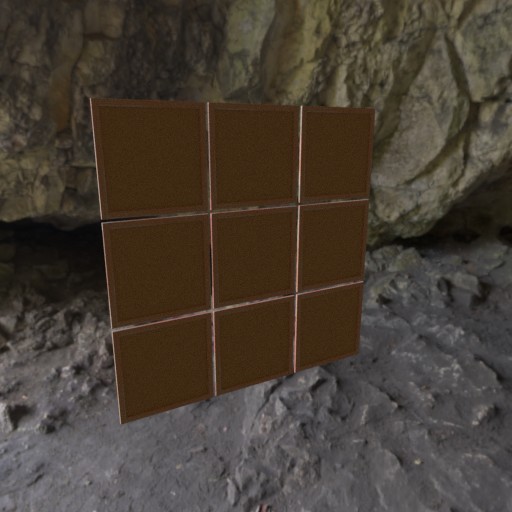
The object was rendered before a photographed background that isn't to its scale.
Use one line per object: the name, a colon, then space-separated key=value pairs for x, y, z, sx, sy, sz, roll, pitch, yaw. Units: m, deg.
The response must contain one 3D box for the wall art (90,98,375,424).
wall art: x=0.000 y=0.000 z=2.337 sx=1.521 sy=1.519 sz=0.013 roll=-8 pitch=17 yaw=-28
